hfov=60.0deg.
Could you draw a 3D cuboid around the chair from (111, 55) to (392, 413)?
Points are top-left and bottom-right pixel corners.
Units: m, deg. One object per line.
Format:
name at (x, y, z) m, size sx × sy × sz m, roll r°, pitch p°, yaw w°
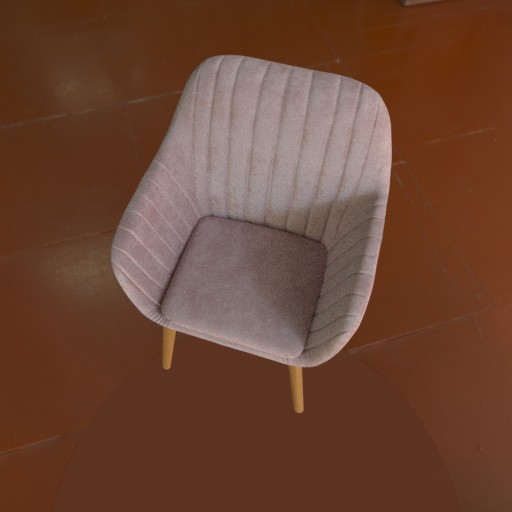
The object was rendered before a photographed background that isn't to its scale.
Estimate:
chair at (0.000, 0.000, 1.242) m, size 0.610 × 0.832 × 0.570 m, roll 15°, pitch 60°, yaw 9°
